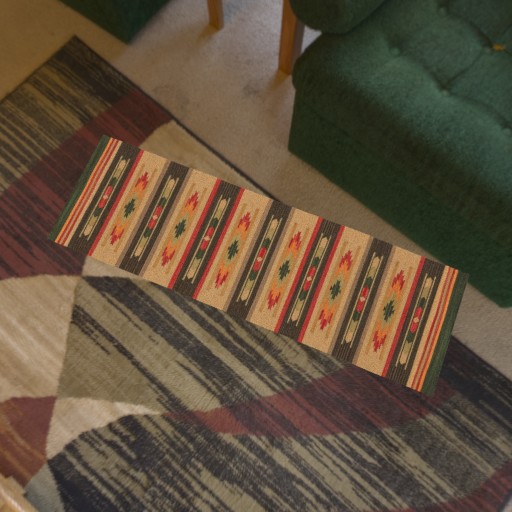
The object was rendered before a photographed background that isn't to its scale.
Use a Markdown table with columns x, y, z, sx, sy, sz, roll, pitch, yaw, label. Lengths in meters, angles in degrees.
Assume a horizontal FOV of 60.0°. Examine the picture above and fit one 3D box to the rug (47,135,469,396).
| x | y | z | sx | sy | sz | roll | pitch | yaw | label |
| --- | --- | --- | --- | --- | --- | --- | --- | --- | --- |
| 0.000 | 0.000 | 2.669 | 2.440 | 0.009 | 0.760 | 22 | 77 | 5 | rug |
